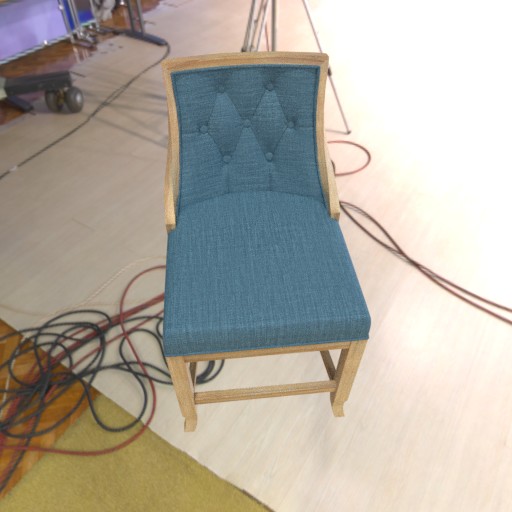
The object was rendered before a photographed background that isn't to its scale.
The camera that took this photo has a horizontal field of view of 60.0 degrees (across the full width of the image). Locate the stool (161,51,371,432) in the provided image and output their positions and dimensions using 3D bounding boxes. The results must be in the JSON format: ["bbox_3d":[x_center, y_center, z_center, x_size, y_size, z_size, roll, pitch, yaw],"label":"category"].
[{"bbox_3d":[0.000,0.000,1.309,0.524,0.938,0.626,-4,47,-4],"label":"stool"}]
